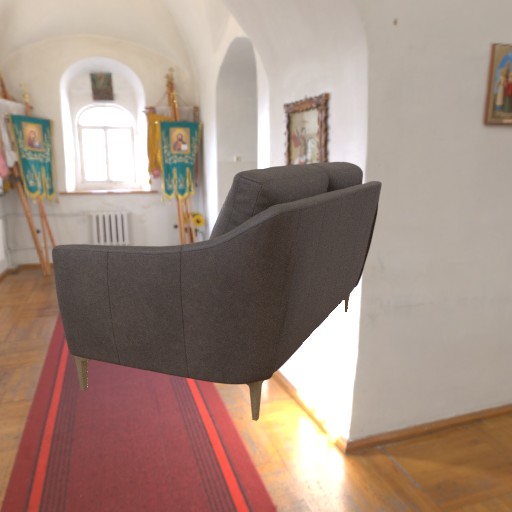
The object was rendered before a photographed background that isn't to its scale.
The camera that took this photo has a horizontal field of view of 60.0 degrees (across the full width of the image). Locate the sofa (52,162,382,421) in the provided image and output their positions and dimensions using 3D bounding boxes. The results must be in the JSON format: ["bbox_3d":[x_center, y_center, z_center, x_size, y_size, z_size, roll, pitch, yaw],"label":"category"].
[{"bbox_3d":[0.000,0.000,2.194,0.960,0.902,1.619,6,14,26],"label":"sofa"}]
